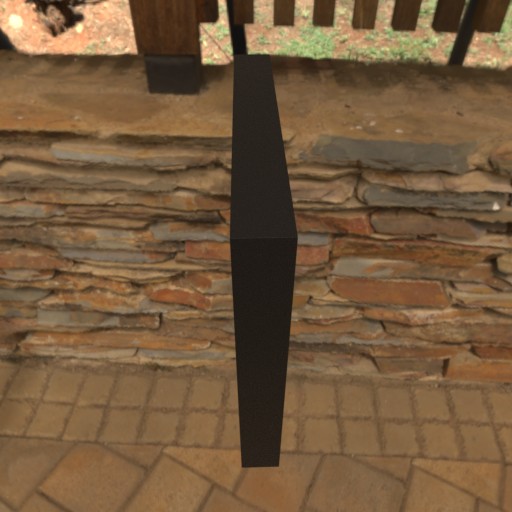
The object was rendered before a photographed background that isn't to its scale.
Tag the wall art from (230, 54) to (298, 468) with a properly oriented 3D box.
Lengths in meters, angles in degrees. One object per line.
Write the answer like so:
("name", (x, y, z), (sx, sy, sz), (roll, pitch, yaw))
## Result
("wall art", (0.000, 0.000, 0.461), (0.038, 0.304, 0.305), (-1, 42, -1))
